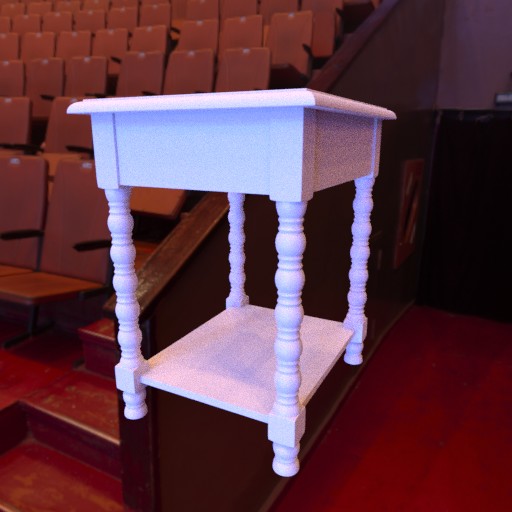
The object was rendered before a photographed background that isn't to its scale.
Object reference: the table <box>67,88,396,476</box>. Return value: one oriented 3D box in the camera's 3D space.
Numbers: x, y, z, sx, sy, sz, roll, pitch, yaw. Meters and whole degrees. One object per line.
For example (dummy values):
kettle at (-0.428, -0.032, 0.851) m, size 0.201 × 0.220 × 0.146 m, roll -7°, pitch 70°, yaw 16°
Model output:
table at (0.000, 0.000, 0.820) m, size 0.381 × 0.531 × 0.460 m, roll 8°, pitch 17°, yaw 26°
